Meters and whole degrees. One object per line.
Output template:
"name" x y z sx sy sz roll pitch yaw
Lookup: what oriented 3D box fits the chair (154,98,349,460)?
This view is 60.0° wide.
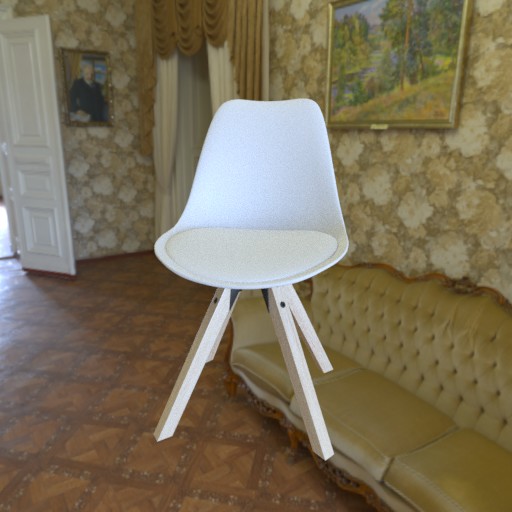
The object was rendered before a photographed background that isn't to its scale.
"chair" 0.000 0.000 1.210 0.485 0.850 0.550 2 15 9
